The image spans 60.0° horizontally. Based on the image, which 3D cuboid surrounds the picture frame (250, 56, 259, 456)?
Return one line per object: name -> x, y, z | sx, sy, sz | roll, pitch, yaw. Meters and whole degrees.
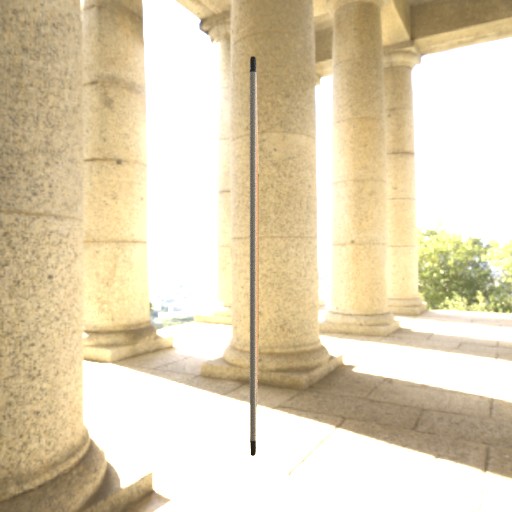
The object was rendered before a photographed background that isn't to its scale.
picture frame -> 0.000, 0.000, 1.108 | 0.010, 0.600, 0.900 | 0, 0, 1
